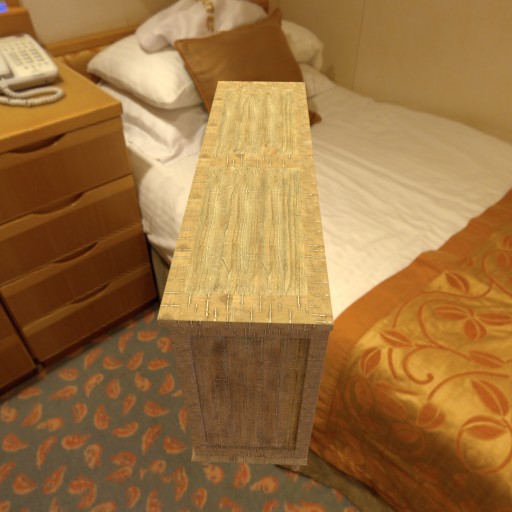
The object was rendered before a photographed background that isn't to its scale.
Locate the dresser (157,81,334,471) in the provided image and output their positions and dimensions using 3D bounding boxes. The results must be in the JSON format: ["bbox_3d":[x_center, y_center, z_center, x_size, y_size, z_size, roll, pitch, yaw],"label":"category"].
[{"bbox_3d":[0.000,0.000,2.086,0.457,1.016,1.626,1,42,1],"label":"dresser"}]
